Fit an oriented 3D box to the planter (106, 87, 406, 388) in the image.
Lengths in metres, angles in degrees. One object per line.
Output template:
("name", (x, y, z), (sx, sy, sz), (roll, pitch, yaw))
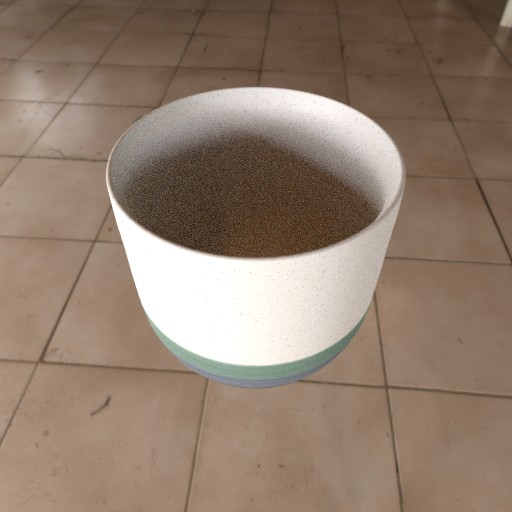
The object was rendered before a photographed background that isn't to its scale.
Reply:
("planter", (0.000, 0.000, 0.500), (0.268, 0.270, 0.268), (0, 47, 0))
